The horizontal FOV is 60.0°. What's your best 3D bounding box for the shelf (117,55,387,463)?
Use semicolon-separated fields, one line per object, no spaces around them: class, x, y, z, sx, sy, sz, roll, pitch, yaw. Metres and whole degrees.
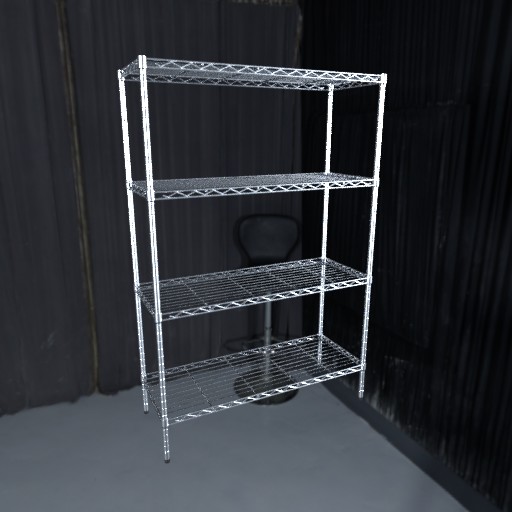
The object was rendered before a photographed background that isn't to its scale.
shelf;0.000;0.000;1.760;0.907;1.360;0.352;-7;17;-25
